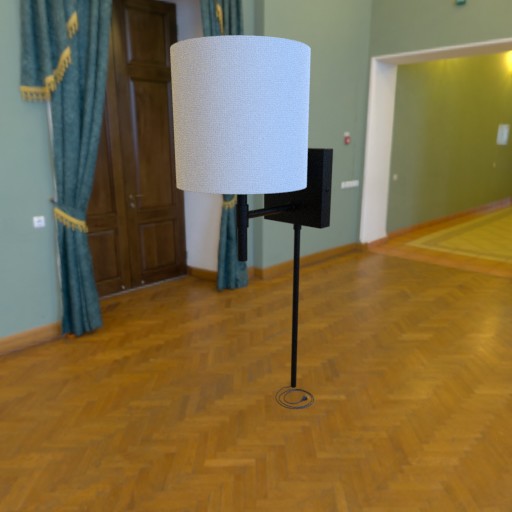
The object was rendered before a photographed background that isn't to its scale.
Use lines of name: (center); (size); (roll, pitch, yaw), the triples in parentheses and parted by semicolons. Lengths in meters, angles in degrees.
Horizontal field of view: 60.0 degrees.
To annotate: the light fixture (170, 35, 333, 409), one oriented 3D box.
light fixture: (0.000, 0.000, 0.699); (0.188, 0.589, 0.248); (14, 21, 42)
